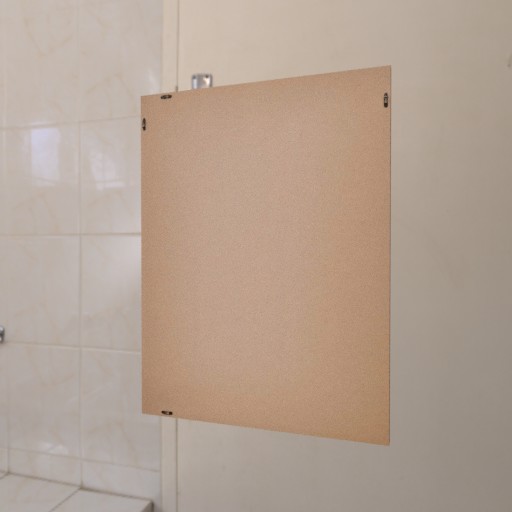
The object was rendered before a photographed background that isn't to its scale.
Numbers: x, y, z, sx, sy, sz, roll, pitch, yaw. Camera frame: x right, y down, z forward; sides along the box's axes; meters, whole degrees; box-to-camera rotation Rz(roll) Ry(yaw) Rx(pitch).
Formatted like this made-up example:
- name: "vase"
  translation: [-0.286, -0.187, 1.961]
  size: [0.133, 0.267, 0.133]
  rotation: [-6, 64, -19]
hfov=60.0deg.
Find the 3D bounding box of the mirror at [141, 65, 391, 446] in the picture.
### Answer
- name: "mirror"
  translation: [0.000, 0.000, 1.314]
  size: [0.762, 1.016, 0.040]
  rotation: [0, 1, 18]
